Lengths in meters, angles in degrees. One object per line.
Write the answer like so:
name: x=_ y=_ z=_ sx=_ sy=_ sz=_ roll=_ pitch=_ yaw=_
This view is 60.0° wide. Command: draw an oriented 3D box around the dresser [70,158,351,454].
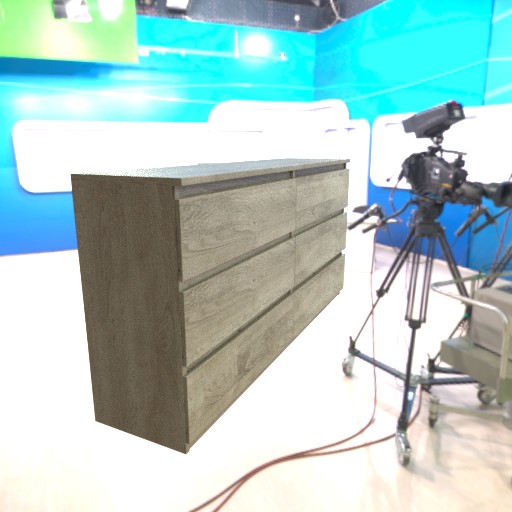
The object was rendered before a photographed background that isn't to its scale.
dresser: x=0.000 y=0.000 z=1.950 sx=0.390 sy=0.795 sz=1.590 roll=7 pitch=16 yaw=25
